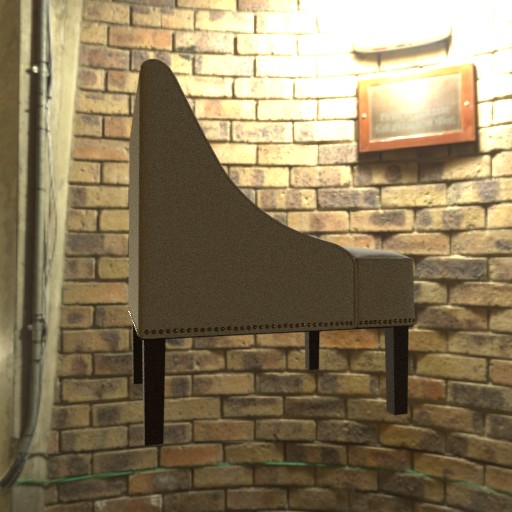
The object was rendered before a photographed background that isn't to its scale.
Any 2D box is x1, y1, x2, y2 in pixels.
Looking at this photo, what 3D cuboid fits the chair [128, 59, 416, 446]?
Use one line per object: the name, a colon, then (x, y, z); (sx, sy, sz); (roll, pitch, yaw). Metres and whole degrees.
chair: (0.000, 0.000, 1.364); (0.737, 0.864, 0.610); (0, -1, -18)
